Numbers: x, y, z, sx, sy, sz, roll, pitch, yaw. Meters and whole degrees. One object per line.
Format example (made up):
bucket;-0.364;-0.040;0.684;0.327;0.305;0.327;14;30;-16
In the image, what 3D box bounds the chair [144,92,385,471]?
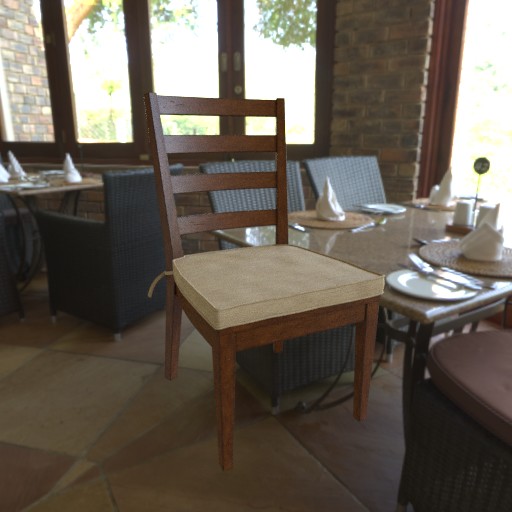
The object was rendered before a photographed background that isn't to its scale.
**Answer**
chair;0.000;0.000;1.379;0.593;0.979;0.595;-8;17;-26
